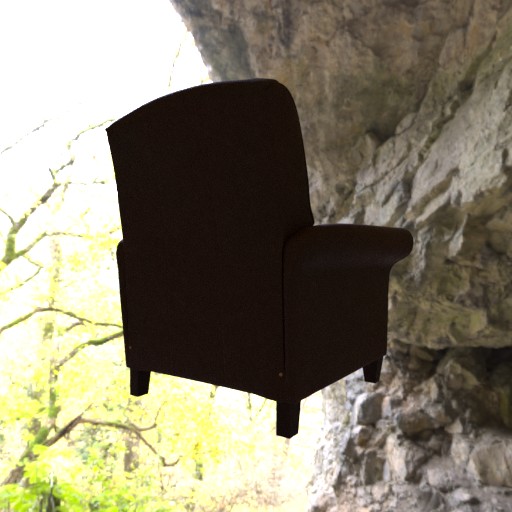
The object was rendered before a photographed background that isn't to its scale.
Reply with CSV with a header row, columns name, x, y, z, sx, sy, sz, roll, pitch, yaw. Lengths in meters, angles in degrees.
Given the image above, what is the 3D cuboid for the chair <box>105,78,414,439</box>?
name,x,y,z,sx,sy,sz,roll,pitch,yaw
chair,0.000,0.000,1.756,0.978,1.061,0.902,0,0,36
